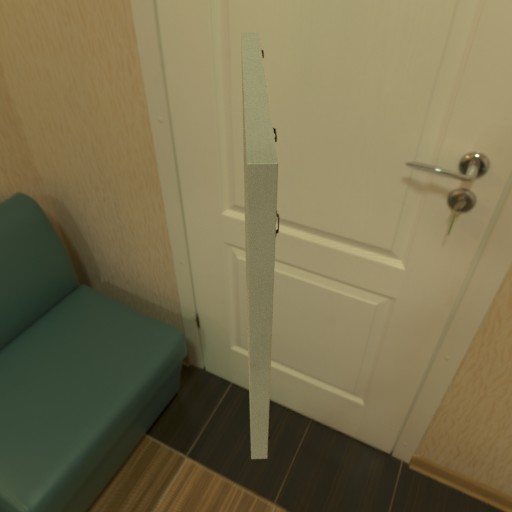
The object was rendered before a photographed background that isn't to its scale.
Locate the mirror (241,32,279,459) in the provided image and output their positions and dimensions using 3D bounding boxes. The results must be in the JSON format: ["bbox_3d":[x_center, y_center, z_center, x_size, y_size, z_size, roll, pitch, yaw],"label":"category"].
[{"bbox_3d":[0.000,0.000,0.904,0.039,0.710,0.507,-1,41,-2],"label":"mirror"}]
